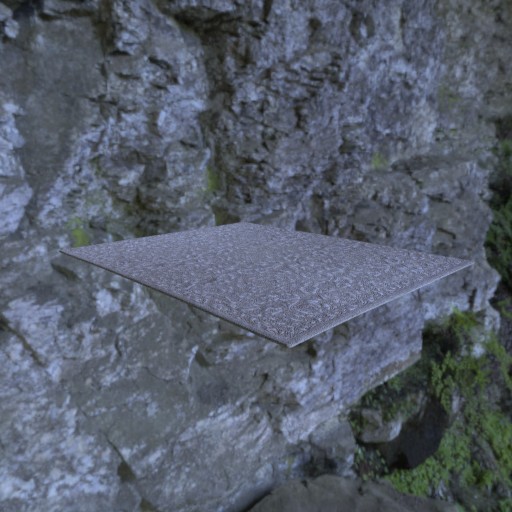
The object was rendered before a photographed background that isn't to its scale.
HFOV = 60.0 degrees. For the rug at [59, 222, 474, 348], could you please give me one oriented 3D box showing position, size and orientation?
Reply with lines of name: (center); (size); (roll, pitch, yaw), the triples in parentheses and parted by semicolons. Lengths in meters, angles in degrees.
rug: (0.000, 0.000, 4.128); (2.472, 0.035, 3.017); (-13, 19, -43)
